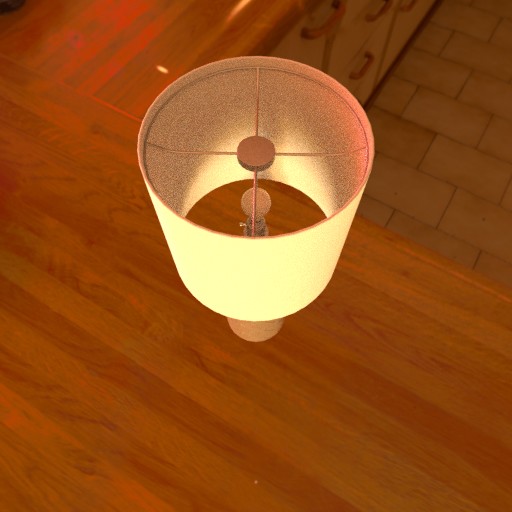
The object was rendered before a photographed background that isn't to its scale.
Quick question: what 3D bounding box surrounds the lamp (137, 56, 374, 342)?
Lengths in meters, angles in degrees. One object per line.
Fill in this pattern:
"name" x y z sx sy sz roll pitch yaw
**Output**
"lamp" 0.000 0.000 0.593 0.207 0.461 0.207 1 63 1
